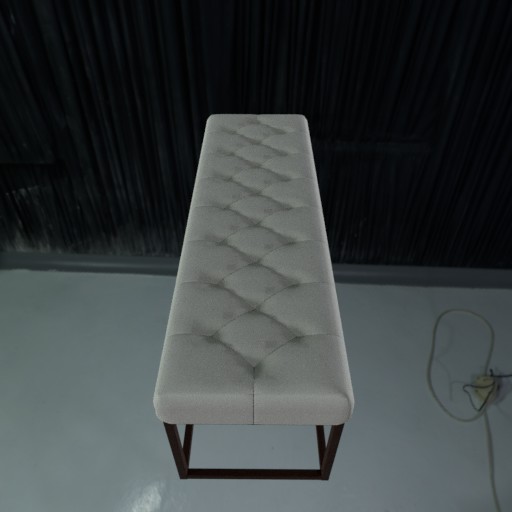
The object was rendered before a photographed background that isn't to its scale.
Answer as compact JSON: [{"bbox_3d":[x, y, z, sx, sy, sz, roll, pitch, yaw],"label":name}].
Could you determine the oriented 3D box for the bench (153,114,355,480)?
[{"bbox_3d":[0.000,0.000,1.707,0.479,0.488,1.488,0,43,0],"label":"bench"}]
